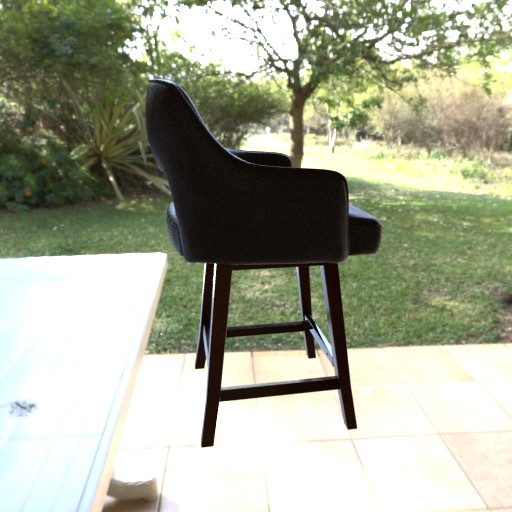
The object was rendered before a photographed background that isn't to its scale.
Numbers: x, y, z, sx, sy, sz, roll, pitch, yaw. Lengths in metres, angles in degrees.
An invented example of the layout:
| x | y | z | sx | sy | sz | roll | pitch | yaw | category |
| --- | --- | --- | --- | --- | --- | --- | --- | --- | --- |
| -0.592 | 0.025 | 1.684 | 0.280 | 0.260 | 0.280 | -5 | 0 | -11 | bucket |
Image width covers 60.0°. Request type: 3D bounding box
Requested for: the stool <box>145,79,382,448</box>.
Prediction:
| x | y | z | sx | sy | sz | roll | pitch | yaw | category |
| --- | --- | --- | --- | --- | --- | --- | --- | --- | --- |
| 0.000 | 0.000 | 1.279 | 0.560 | 0.936 | 0.550 | -3 | 18 | -9 | stool |
